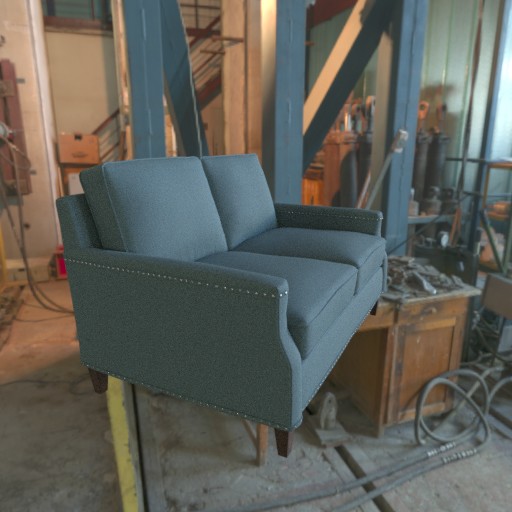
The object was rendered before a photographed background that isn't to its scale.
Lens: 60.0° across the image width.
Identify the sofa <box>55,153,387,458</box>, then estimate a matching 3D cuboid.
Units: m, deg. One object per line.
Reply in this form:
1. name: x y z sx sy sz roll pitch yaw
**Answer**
1. sofa: 0.000 0.000 2.281 1.084 1.003 1.597 8 17 26
